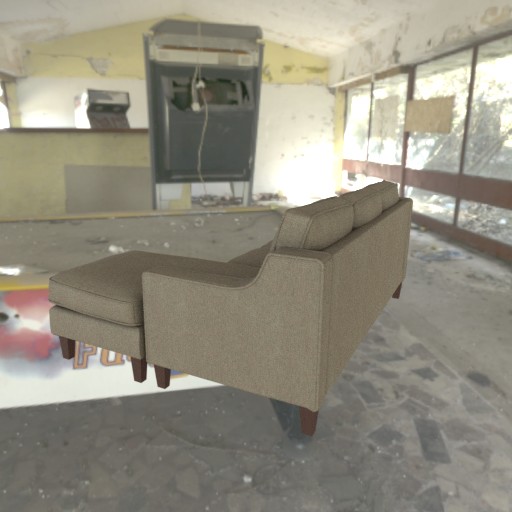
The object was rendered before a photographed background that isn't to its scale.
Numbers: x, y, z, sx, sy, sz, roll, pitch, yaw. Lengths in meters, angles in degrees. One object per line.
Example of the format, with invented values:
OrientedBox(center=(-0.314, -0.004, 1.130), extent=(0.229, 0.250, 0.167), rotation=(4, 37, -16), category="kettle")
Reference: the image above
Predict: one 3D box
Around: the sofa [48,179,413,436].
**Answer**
OrientedBox(center=(0.000, 0.000, 3.333), extent=(1.858, 1.081, 2.317), rotation=(8, 17, 26), category="sofa")
